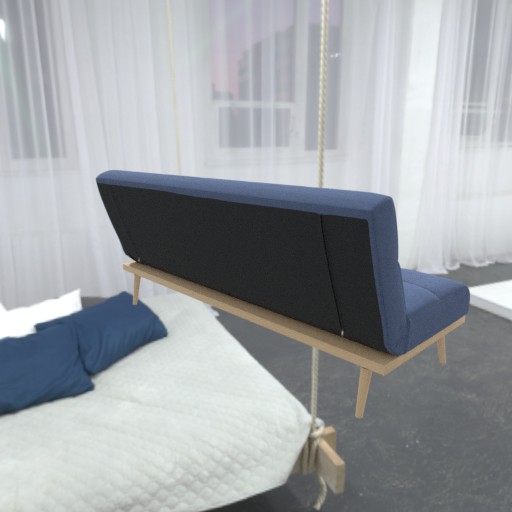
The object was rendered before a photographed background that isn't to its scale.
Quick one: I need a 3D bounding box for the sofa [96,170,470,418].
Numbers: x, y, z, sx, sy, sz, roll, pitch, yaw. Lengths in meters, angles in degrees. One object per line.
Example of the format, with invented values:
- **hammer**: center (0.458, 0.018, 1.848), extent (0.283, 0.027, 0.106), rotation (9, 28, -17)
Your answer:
- **sofa**: center (0.000, 0.000, 2.197), extent (0.796, 0.800, 1.800), rotation (-13, 19, -42)
